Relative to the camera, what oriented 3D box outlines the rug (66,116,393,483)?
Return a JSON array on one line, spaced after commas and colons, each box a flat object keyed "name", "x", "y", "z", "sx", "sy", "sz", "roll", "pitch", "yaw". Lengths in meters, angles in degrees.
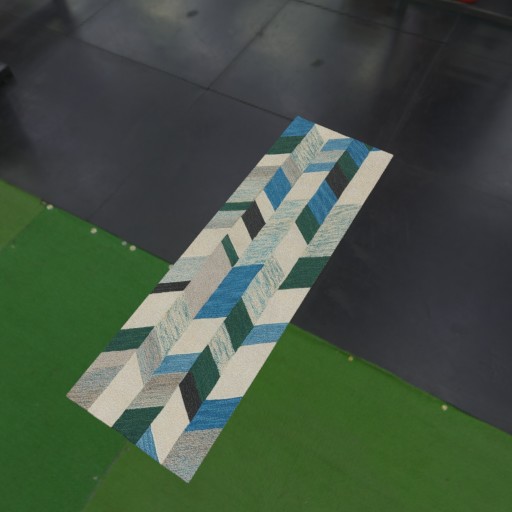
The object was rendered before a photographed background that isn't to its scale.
[{"name": "rug", "x": 0.000, "y": 0.000, "z": 2.687, "sx": 0.774, "sy": 0.008, "sz": 2.437, "roll": 28, "pitch": 62, "yaw": 16}]
